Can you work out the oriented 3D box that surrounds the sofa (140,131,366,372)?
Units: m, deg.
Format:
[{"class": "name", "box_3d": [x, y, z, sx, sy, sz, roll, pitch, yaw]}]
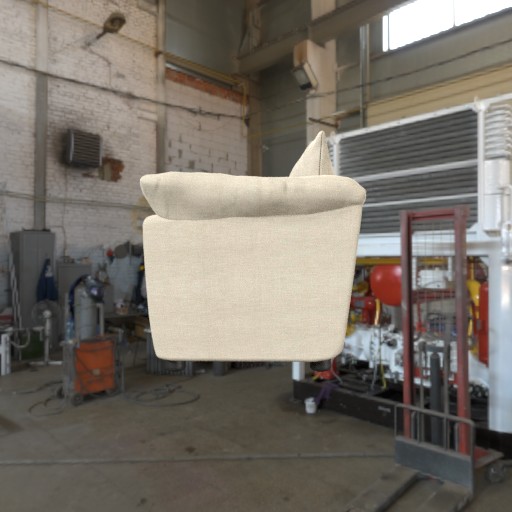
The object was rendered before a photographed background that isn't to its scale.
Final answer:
[{"class": "sofa", "box_3d": [0.000, 0.000, 2.812, 0.893, 0.981, 2.377, 0, -1, 0]}]
